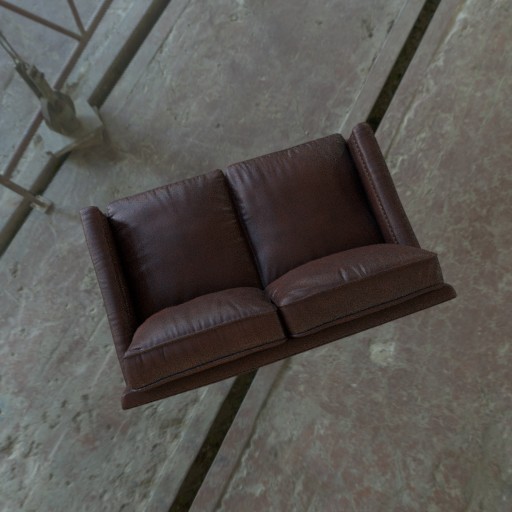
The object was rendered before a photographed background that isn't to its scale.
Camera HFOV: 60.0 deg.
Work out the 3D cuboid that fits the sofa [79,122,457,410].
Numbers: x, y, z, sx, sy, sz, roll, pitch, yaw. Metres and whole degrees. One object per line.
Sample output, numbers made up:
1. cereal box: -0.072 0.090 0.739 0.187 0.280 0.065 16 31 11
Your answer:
1. sofa: 0.000 0.000 2.323 1.628 1.003 1.083 -18 77 -4
